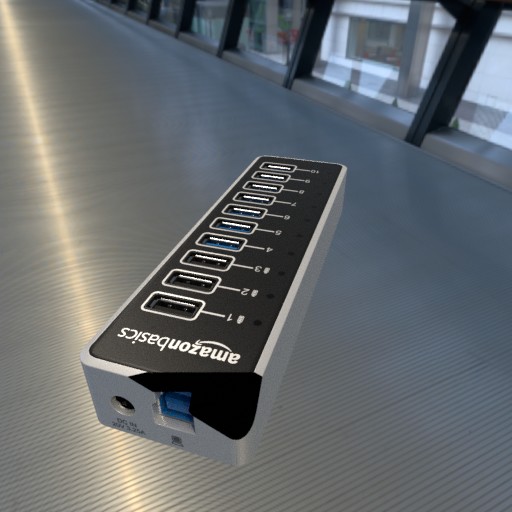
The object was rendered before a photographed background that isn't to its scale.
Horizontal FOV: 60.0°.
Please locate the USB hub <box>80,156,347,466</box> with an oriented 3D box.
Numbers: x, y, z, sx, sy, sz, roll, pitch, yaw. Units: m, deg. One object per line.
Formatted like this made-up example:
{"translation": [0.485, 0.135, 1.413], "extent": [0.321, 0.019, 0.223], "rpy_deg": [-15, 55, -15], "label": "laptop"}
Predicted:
{"translation": [0.000, 0.000, 0.162], "extent": [0.044, 0.023, 0.145], "rpy_deg": [10, 34, 15], "label": "USB hub"}
